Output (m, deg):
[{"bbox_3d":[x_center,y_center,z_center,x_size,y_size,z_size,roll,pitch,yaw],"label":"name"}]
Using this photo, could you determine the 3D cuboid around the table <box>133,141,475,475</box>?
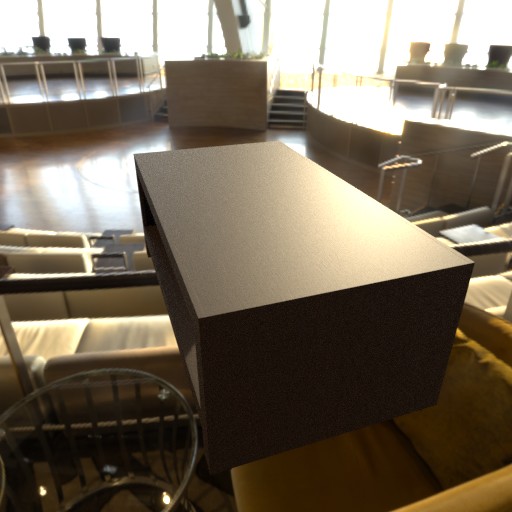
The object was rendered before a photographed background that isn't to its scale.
[{"bbox_3d":[0.000,0.000,1.408,0.597,0.424,1.099,-10,30,-17],"label":"table"}]
